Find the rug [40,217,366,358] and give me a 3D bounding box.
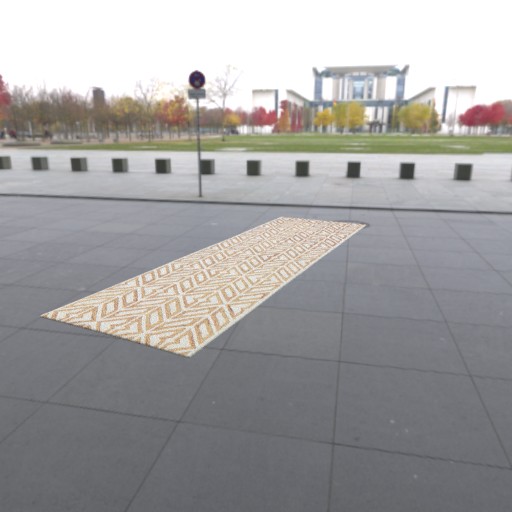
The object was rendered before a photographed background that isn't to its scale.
[{"bbox_3d":[0.000,0.000,2.699,0.750,0.009,2.435,8,18,26],"label":"rug"}]
